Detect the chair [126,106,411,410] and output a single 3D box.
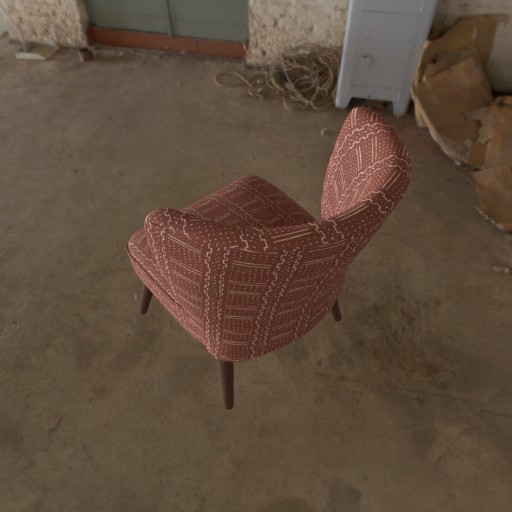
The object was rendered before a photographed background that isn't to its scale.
[{"bbox_3d":[0.000,0.000,1.395,0.706,0.866,0.758,-32,55,-26],"label":"chair"}]
